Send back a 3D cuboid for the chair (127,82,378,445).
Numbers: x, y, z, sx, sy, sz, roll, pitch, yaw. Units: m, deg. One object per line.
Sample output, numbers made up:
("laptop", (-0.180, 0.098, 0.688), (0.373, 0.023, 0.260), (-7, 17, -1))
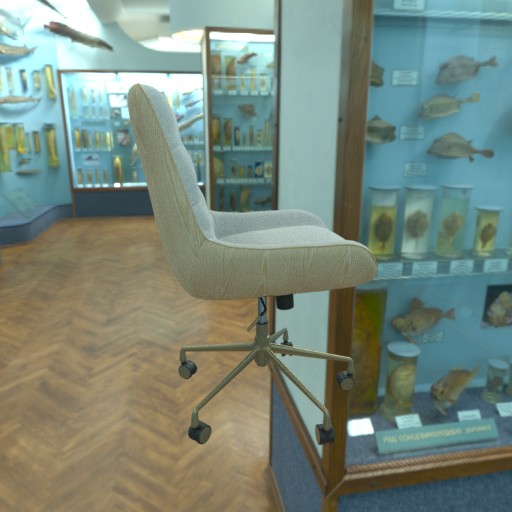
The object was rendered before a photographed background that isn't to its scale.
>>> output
("chair", (0.000, 0.000, 1.333), (0.668, 0.952, 0.564), (-2, 16, -8))
